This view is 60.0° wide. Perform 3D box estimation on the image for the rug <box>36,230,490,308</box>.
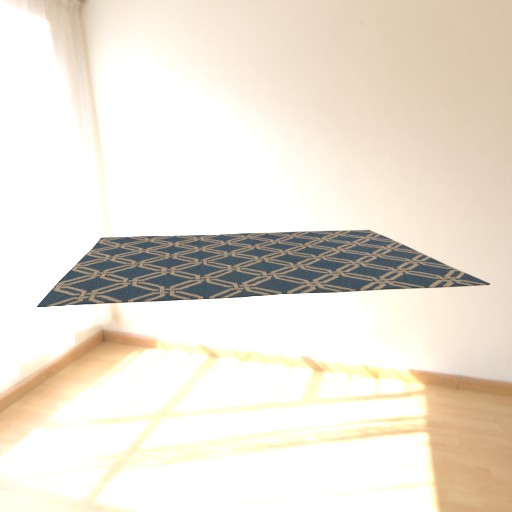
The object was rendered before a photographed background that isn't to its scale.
[{"bbox_3d":[0.000,0.000,2.753,2.135,0.013,1.524,-2,14,-9],"label":"rug"}]
